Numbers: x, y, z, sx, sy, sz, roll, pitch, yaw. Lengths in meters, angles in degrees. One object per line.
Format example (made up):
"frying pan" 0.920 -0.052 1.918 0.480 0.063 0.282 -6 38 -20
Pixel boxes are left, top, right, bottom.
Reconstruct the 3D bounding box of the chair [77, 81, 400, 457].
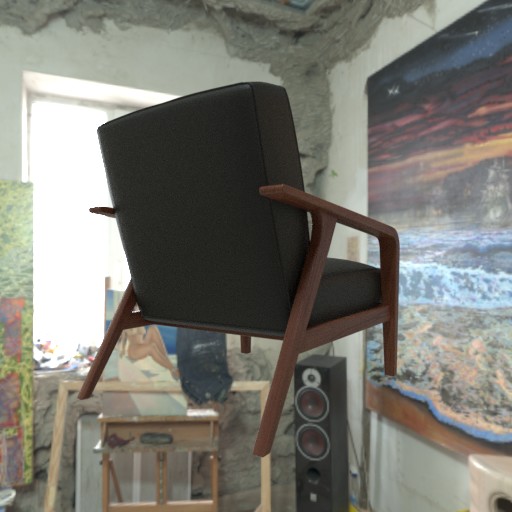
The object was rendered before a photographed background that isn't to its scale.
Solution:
"chair" 0.000 0.000 1.492 0.719 0.861 0.889 0 -1 36
